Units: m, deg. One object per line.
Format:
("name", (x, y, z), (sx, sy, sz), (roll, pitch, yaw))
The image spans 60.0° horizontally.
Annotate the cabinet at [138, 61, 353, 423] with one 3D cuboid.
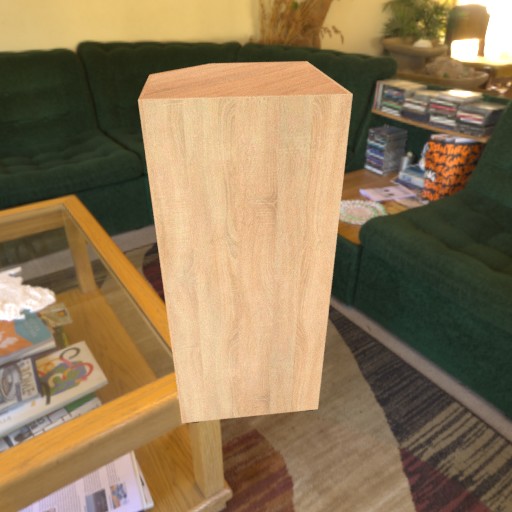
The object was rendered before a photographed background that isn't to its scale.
("cabinet", (0.000, 0.000, 2.819), (1.094, 2.120, 1.327), (22, 38, 32))
